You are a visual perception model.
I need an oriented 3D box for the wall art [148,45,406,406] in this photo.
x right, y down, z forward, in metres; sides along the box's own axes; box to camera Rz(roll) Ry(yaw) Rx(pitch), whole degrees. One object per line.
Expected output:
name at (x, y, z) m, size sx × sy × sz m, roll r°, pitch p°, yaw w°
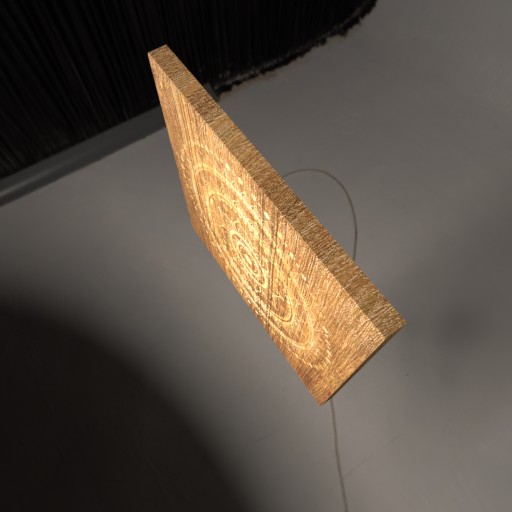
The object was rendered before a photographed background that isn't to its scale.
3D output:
wall art at (0.000, 0.000, 0.925) m, size 0.042 × 0.608 × 0.611 m, roll -32°, pitch 68°, yaw -15°
